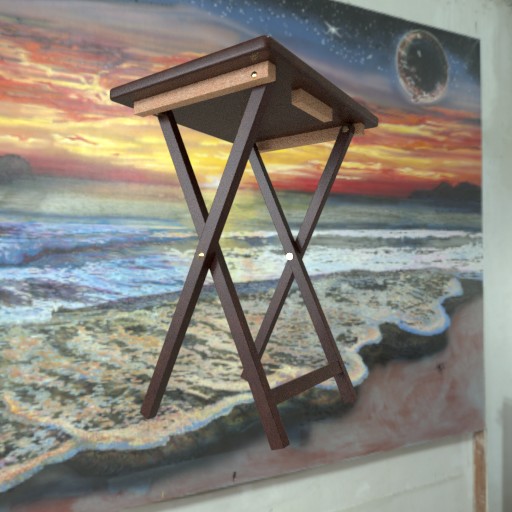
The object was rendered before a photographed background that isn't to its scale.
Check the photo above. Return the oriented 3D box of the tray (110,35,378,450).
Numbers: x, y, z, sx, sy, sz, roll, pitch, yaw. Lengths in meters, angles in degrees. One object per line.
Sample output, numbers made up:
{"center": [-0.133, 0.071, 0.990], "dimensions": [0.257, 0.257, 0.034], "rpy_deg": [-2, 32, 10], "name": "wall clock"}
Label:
{"center": [0.000, 0.000, 0.964], "dimensions": [0.381, 0.660, 0.483], "rpy_deg": [0, -1, 35], "name": "tray"}
